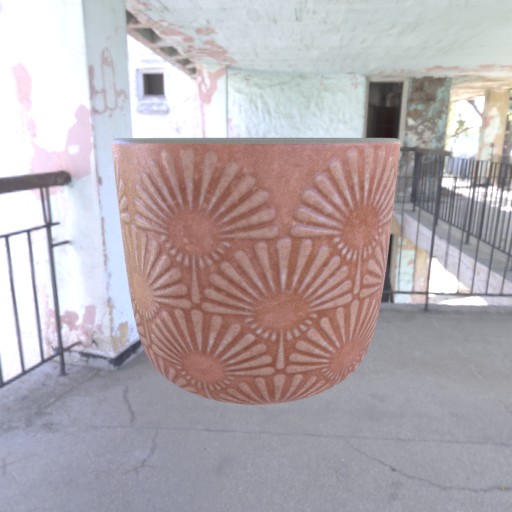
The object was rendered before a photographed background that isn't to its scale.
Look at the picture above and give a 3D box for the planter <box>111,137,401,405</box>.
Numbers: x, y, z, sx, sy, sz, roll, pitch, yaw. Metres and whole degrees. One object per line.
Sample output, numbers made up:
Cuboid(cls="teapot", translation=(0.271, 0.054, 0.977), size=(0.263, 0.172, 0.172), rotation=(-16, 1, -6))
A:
Cuboid(cls="planter", translation=(0.000, 0.000, 0.212), size=(0.124, 0.109, 0.124), rotation=(0, 15, 0))
